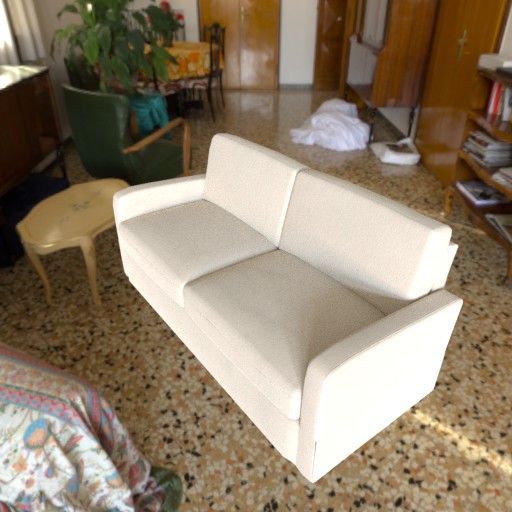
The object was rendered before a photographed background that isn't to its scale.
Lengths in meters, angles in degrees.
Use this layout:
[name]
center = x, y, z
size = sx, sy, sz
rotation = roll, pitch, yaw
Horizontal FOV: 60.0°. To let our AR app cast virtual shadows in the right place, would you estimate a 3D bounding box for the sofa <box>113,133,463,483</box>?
[sofa]
center = 0.000, 0.000, 2.278
size = 0.894, 0.831, 1.808
rotation = -21, 37, -31
